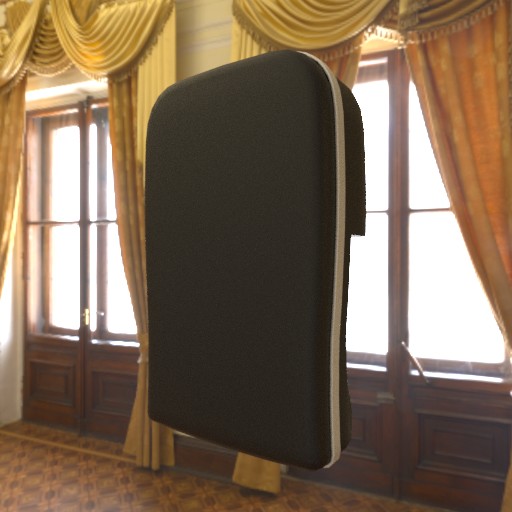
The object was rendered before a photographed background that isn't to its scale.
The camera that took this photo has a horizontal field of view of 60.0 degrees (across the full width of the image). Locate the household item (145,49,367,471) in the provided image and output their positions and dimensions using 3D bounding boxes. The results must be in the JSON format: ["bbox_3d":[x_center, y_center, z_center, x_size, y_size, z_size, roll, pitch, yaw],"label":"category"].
[{"bbox_3d":[0.000,0.000,0.144,0.070,0.114,0.038,0,0,35],"label":"household item"}]
